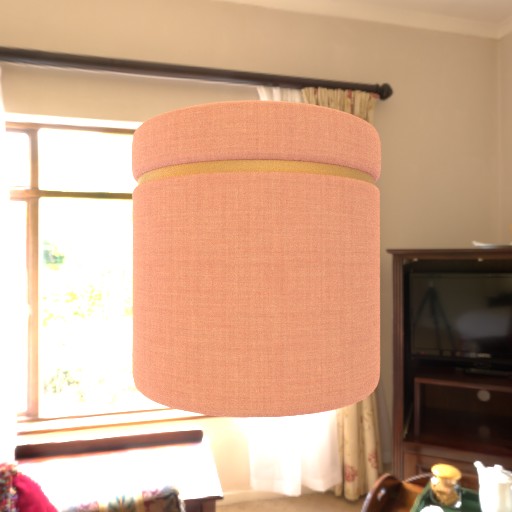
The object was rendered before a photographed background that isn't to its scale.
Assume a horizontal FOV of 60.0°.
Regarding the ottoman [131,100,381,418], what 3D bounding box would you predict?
[{"bbox_3d":[0.000,0.000,0.736,0.400,0.406,0.400,0,0,0],"label":"ottoman"}]
